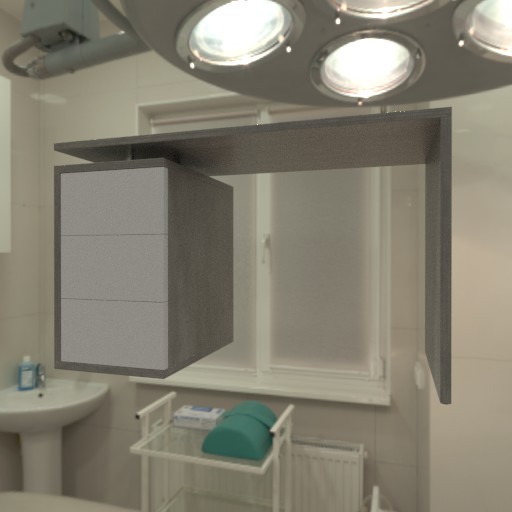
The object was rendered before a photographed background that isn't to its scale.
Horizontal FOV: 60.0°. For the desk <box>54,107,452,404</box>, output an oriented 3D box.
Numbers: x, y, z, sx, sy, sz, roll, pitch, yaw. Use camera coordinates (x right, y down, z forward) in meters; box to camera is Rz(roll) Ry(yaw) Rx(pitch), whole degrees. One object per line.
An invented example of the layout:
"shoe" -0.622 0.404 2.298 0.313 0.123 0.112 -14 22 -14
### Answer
"desk" 0.000 0.000 1.559 1.200 0.740 0.600 0 0 17
